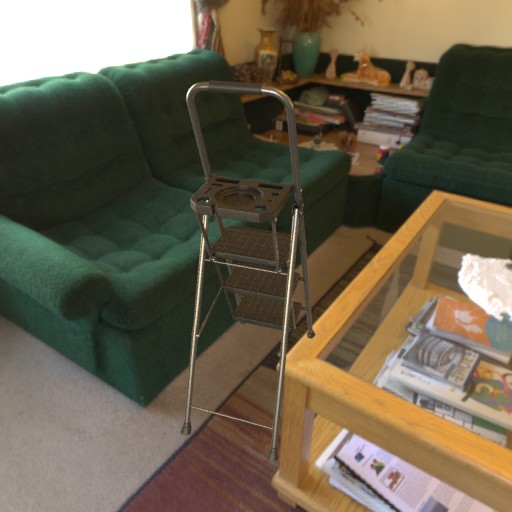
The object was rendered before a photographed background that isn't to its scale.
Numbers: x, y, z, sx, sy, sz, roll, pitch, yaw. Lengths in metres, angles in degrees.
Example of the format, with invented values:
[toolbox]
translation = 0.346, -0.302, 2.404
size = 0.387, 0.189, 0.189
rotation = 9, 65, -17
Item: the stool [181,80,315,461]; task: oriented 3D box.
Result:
[stool]
translation = 0.000, 0.000, 1.634
size = 0.396, 1.277, 0.733
rotation = 10, 34, 15
